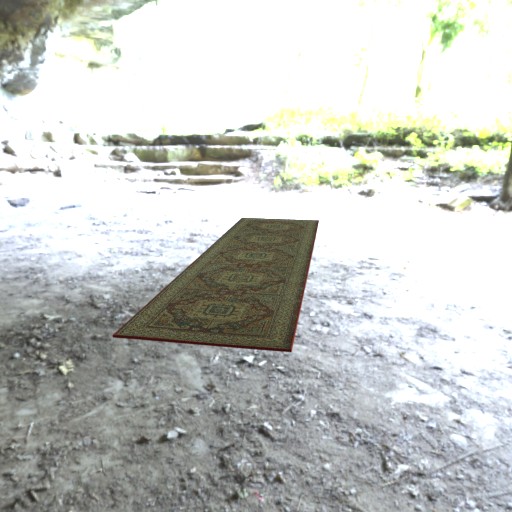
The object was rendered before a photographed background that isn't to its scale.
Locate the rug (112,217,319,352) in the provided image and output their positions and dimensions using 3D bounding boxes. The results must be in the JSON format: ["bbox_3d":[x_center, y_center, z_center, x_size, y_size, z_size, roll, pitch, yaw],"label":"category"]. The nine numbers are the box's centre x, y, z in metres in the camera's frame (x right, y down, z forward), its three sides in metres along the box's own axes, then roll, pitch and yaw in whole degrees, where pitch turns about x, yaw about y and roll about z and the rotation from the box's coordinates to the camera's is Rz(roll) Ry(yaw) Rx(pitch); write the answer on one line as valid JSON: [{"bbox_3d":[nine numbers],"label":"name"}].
[{"bbox_3d":[0.000,0.000,2.646,0.659,0.015,2.292,3,16,10],"label":"rug"}]
